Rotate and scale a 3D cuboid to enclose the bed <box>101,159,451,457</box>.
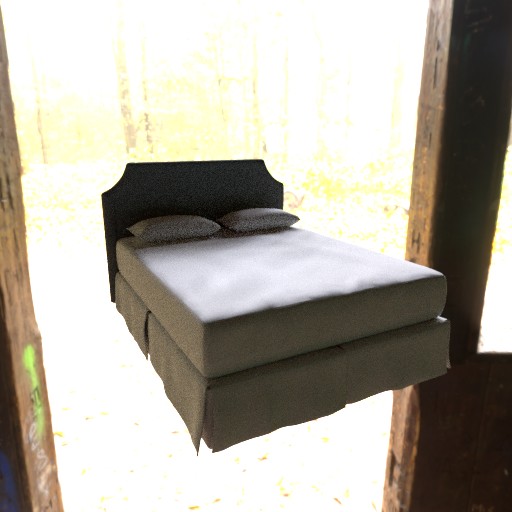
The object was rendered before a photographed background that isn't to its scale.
[{"bbox_3d":[0.000,0.000,3.320,1.811,1.296,2.259,-8,17,-27],"label":"bed"}]
